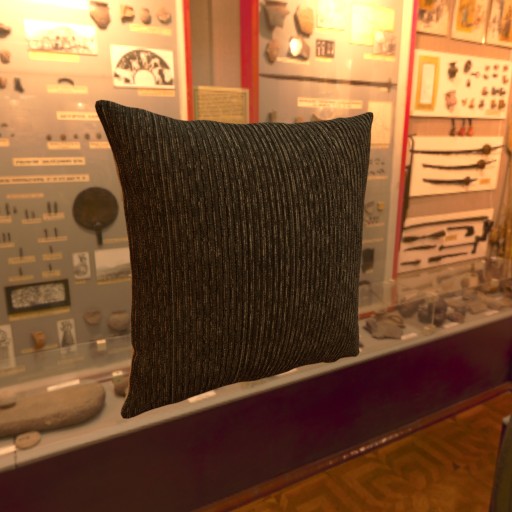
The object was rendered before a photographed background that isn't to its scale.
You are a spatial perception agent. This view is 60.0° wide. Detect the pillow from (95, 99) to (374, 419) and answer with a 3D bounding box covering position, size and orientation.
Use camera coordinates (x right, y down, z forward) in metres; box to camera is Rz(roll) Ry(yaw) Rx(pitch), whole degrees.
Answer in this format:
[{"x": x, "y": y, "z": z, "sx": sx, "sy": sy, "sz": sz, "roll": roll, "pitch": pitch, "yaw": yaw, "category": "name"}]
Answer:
[{"x": 0.000, "y": 0.000, "z": 0.675, "sx": 0.433, "sy": 0.434, "sz": 0.196, "roll": -7, "pitch": 16, "yaw": -27, "category": "pillow"}]
